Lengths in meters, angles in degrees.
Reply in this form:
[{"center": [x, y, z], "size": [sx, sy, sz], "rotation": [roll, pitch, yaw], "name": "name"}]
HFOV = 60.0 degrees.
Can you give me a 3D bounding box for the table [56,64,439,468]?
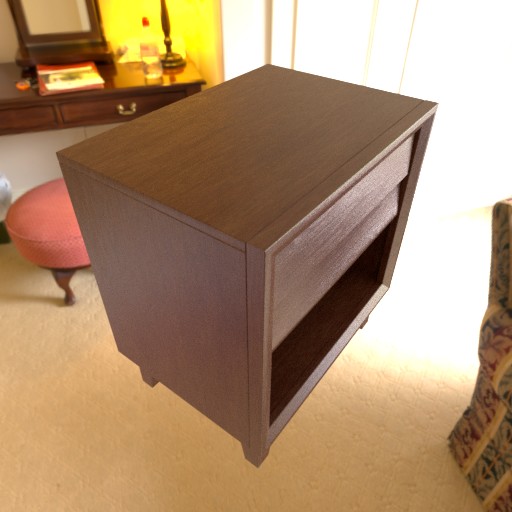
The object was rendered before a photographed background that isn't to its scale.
[{"center": [0.000, 0.000, 0.966], "size": [0.449, 0.609, 0.557], "rotation": [26, 46, 28], "name": "table"}]
